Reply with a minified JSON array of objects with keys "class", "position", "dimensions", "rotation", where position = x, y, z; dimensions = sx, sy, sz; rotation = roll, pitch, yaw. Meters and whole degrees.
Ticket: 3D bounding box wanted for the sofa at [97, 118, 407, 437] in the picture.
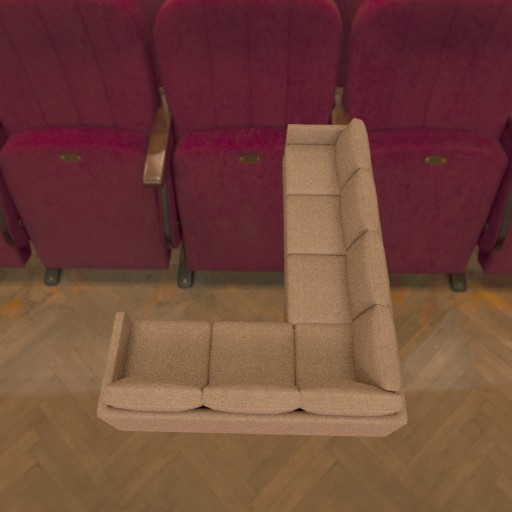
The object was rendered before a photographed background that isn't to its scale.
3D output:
[{"class":"sofa","position":[0.000,0.000,4.532],"dimensions":[2.522,0.934,3.333],"rotation":[1,60,1]}]
